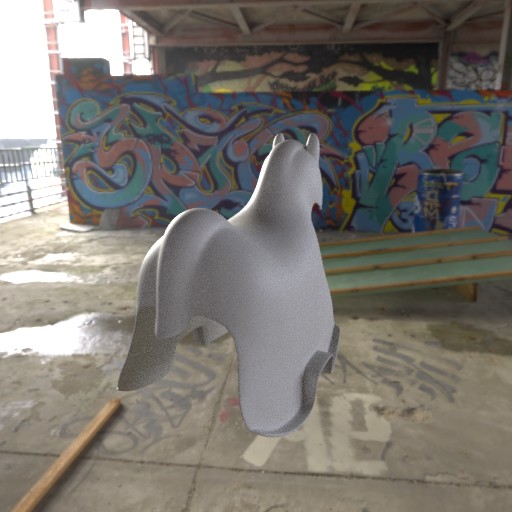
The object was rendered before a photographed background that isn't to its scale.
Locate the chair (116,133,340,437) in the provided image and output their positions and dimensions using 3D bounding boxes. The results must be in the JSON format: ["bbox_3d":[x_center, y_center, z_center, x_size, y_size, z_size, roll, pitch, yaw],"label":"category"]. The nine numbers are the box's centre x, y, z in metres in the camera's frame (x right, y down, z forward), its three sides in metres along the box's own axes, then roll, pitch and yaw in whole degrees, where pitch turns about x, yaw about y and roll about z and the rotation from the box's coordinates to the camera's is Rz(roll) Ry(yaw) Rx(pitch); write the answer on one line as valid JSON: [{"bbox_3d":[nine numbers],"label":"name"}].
[{"bbox_3d":[0.000,0.000,1.135,0.429,0.612,0.800,7,16,25],"label":"chair"}]
